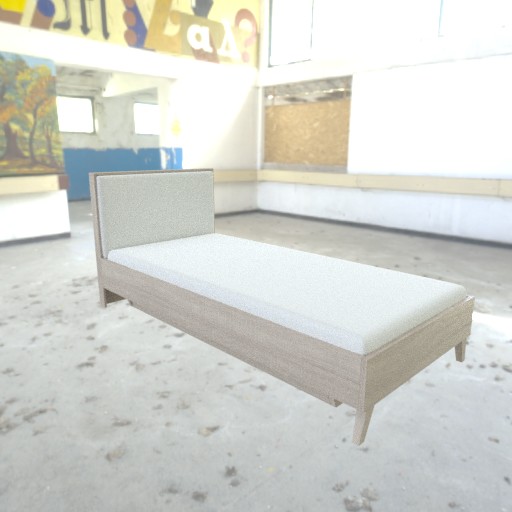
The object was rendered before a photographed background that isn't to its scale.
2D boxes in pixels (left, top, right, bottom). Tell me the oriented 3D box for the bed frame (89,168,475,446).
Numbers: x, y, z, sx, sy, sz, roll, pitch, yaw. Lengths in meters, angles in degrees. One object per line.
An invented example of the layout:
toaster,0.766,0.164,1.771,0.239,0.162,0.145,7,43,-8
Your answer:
bed frame,0.000,0.000,2.612,0.990,0.920,2.140,-13,19,-43
